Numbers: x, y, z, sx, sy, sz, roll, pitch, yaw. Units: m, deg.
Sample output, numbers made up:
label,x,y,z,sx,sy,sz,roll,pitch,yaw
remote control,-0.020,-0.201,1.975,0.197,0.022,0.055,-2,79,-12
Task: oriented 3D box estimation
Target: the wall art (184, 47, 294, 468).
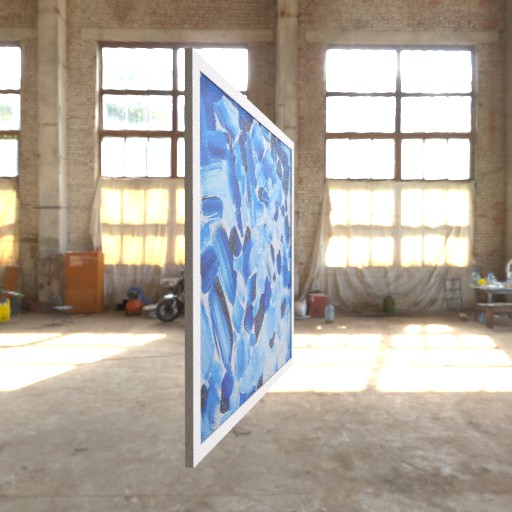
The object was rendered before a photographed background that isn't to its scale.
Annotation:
label,x,y,z,sx,sy,sz,roll,pitch,yaw
wall art,0.000,0.000,1.010,0.015,0.660,0.660,0,1,19
